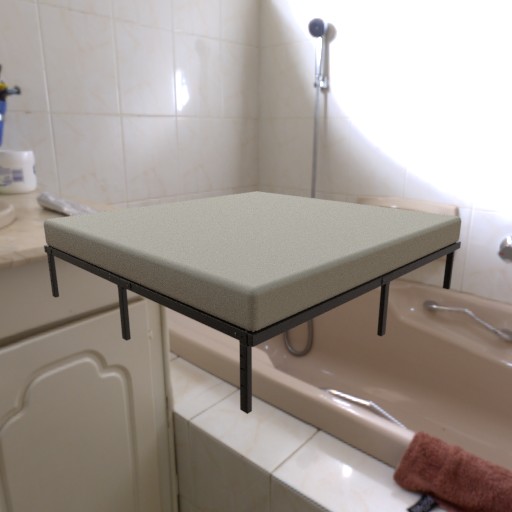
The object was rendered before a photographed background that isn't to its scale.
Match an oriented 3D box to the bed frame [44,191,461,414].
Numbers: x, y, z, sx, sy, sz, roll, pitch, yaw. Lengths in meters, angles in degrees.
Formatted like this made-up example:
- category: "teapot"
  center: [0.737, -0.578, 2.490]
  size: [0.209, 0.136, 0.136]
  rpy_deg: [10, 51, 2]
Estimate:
- category: "bed frame"
  center: [0.000, 0.000, 3.889]
  size: [2.526, 0.680, 2.635]
  rpy_deg: [15, 21, 42]
